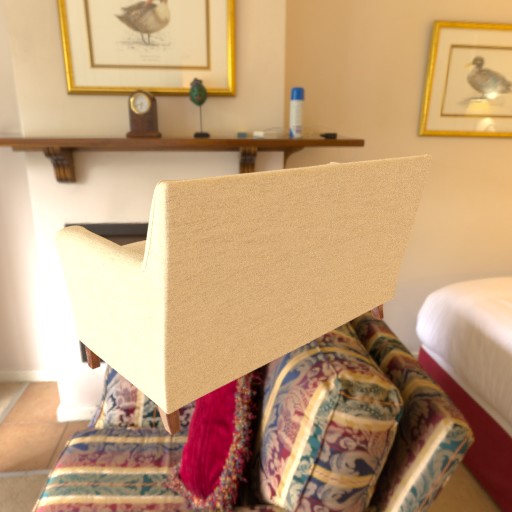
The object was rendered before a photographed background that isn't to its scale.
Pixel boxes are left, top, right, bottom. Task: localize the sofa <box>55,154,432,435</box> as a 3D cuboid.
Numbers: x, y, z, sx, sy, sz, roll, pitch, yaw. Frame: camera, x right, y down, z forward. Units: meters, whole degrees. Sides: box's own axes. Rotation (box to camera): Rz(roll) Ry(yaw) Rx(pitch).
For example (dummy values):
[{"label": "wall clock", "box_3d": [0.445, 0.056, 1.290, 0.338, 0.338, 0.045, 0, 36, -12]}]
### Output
[{"label": "sofa", "box_3d": [0.000, 0.000, 2.032, 1.482, 0.892, 0.891, -16, 23, -42]}]
